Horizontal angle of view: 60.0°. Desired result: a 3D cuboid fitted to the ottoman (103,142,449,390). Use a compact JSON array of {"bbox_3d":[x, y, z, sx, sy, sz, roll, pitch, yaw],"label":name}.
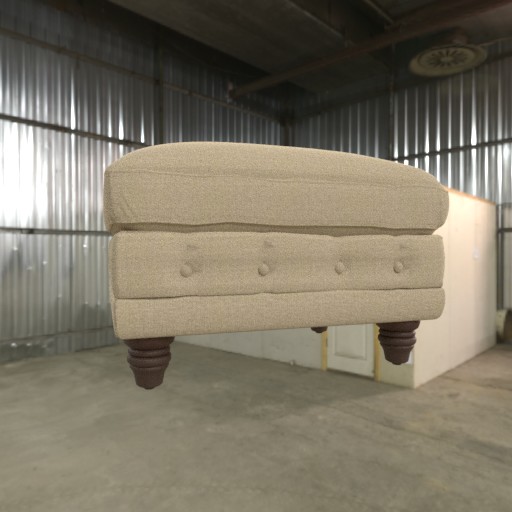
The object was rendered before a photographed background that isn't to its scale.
[{"bbox_3d":[0.000,0.000,1.049,0.684,0.463,0.541,0,1,-18],"label":"ottoman"}]
